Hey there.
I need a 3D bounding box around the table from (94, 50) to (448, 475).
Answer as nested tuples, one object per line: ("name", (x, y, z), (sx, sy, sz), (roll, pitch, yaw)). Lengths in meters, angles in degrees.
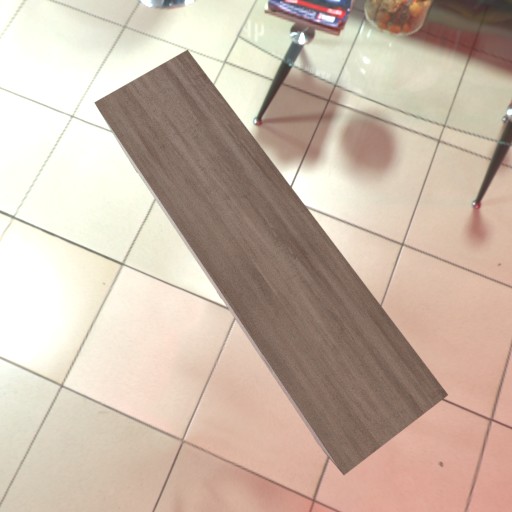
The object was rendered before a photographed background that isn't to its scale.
("table", (0.000, 0.000, 1.737), (0.400, 0.530, 1.500), (-33, 78, -8))
